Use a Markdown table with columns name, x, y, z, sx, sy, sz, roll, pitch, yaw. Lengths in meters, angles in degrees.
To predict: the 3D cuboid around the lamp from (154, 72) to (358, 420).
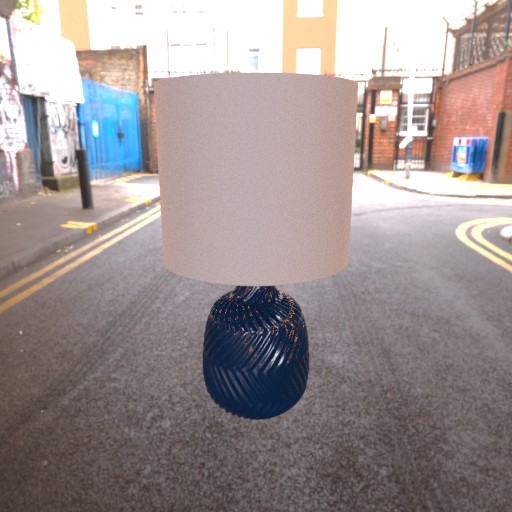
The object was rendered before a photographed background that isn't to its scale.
| name | x | y | z | sx | sy | sz | roll | pitch | yaw |
| --- | --- | --- | --- | --- | --- | --- | --- | --- | --- |
| lamp | 0.000 | 0.000 | 0.496 | 0.203 | 0.368 | 0.203 | 14 | 20 | 42 |
